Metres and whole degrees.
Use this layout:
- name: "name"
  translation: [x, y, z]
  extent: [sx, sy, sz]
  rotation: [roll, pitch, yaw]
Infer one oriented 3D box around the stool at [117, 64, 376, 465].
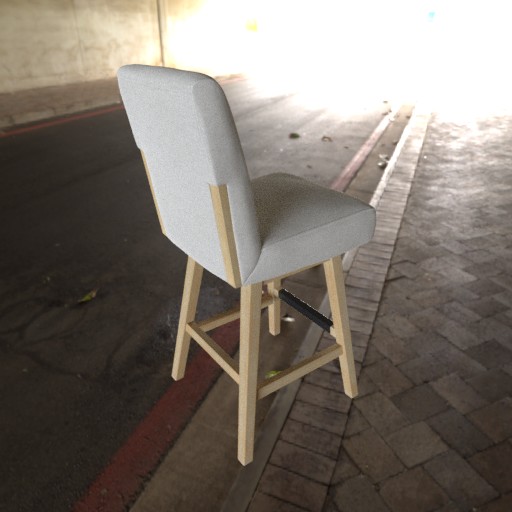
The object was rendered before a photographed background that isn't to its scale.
- name: "stool"
  translation: [0.000, 0.000, 1.267]
  extent: [0.543, 1.015, 0.446]
  rotation: [-18, 32, -32]
